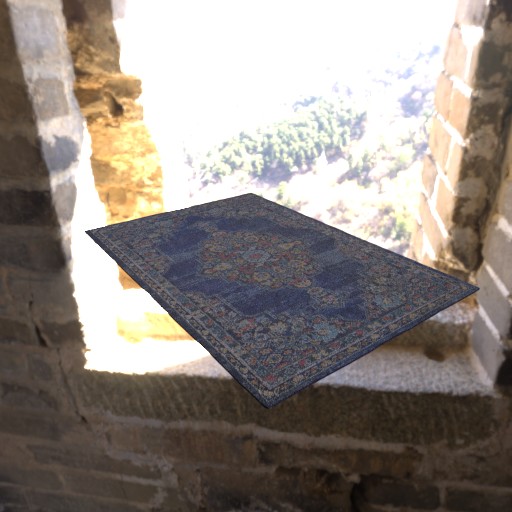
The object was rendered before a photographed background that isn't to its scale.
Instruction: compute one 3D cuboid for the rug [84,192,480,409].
[{"bbox_3d":[0.000,0.000,3.846,2.053,0.011,2.940,-18,31,-33],"label":"rug"}]
